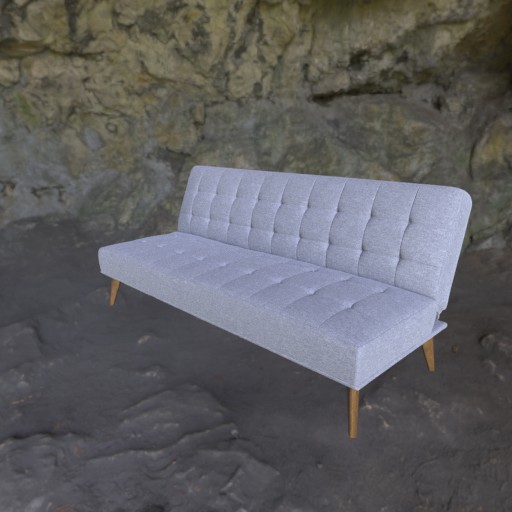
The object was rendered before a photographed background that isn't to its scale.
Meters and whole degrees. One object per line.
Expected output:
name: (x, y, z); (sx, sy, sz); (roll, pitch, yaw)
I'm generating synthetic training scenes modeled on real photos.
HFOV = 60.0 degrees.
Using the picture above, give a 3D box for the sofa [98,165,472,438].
sofa: (0.000, 0.000, 2.288); (1.800, 0.810, 0.860); (15, 22, 43)
